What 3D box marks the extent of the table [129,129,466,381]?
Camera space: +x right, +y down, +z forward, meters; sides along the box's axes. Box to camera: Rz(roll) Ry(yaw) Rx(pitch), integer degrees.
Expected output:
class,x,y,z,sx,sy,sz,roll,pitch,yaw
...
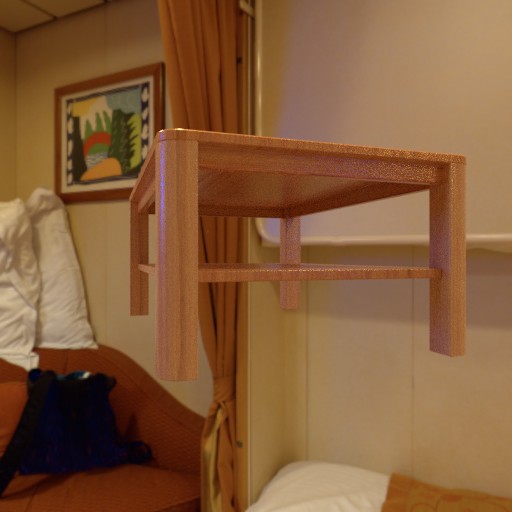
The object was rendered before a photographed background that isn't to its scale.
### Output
class,x,y,z,sx,sy,sz,roll,pitch,yaw
table,0.000,0.000,1.350,0.696,0.445,0.997,0,0,-19
